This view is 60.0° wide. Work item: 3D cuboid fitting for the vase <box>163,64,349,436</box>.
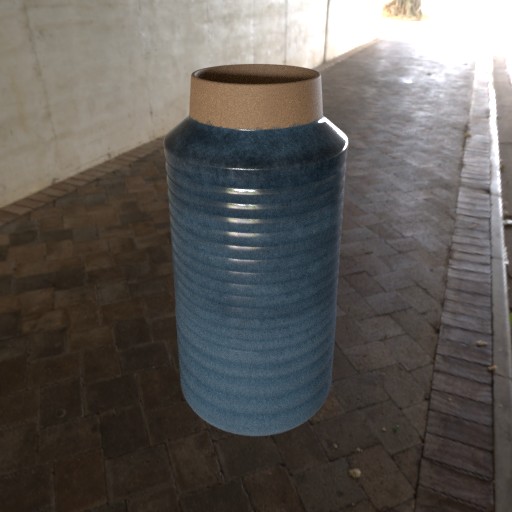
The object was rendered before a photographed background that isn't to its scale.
[{"bbox_3d":[0.000,0.000,0.409,0.163,0.316,0.163,0,31,0],"label":"vase"}]
